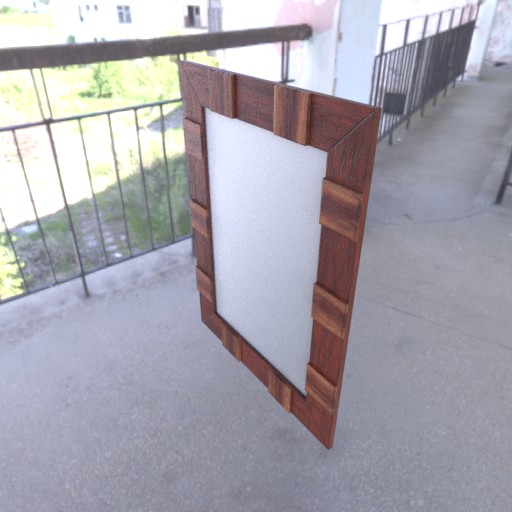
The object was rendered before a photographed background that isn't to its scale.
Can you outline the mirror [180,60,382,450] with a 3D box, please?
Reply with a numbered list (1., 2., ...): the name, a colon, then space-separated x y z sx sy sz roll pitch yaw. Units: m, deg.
1. mirror: 0.000 0.000 1.069 0.021 0.805 0.600 -21 37 -30
